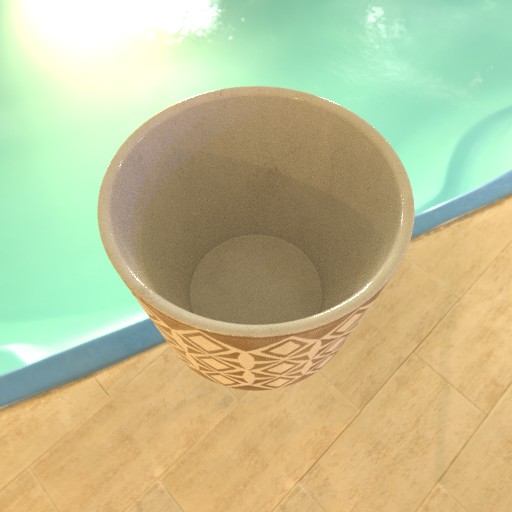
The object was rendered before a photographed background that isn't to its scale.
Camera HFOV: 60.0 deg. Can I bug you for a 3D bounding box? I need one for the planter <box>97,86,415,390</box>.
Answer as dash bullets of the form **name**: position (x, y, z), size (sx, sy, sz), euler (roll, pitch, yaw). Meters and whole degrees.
- **planter**: position (0.000, 0.000, 0.462), size (0.260, 0.220, 0.260), euler (0, 59, 0)
